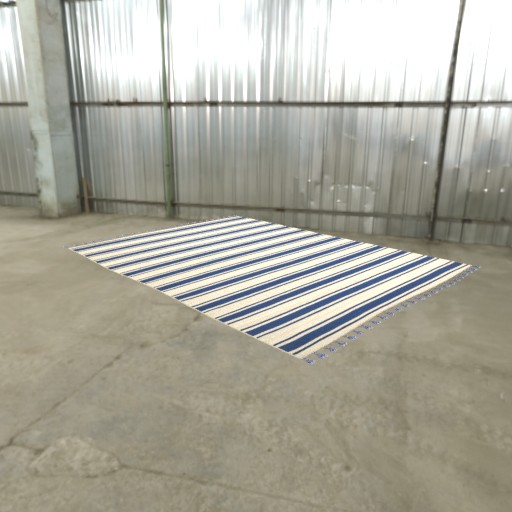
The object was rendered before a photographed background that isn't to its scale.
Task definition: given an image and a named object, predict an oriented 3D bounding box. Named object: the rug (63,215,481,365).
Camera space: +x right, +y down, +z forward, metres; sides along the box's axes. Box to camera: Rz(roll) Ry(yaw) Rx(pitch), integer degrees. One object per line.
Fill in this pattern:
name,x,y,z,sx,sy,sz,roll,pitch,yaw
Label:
rug,0.000,0.000,4.379,2.471,0.016,3.416,-15,22,-42
